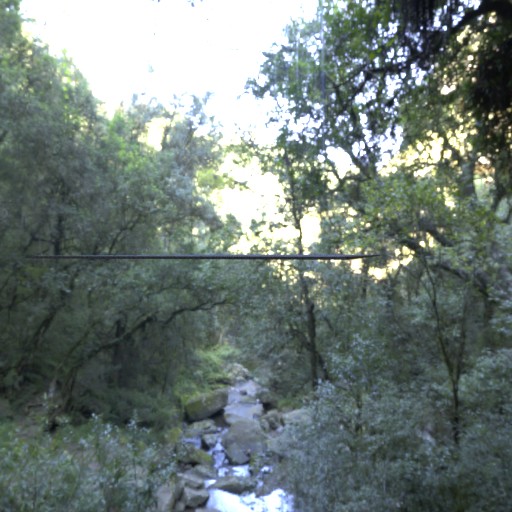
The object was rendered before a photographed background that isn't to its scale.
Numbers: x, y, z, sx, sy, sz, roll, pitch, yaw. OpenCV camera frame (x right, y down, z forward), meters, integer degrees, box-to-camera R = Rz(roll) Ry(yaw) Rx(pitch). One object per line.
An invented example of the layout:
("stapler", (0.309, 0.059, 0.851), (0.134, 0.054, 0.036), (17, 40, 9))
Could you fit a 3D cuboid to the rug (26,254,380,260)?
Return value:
("rug", (0.000, 0.000, 3.046), (1.526, 0.012, 2.444), (0, 0, 18))
